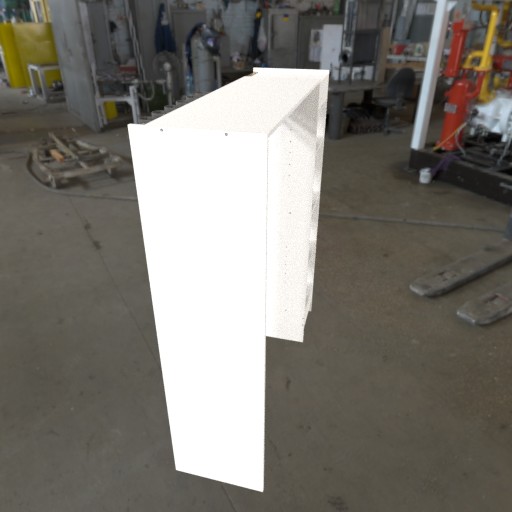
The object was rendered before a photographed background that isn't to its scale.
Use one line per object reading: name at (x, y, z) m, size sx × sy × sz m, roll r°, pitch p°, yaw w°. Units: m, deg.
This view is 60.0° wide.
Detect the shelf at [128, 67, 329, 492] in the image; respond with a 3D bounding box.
shelf at (0.000, 0.000, 2.535) m, size 0.500 × 1.810 × 1.600 m, roll 7°, pitch 30°, yaw 13°
